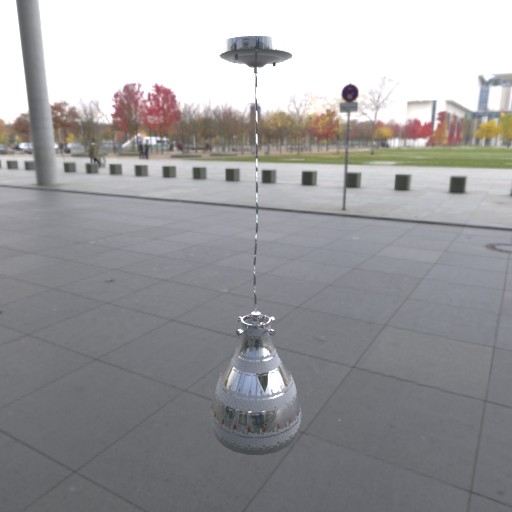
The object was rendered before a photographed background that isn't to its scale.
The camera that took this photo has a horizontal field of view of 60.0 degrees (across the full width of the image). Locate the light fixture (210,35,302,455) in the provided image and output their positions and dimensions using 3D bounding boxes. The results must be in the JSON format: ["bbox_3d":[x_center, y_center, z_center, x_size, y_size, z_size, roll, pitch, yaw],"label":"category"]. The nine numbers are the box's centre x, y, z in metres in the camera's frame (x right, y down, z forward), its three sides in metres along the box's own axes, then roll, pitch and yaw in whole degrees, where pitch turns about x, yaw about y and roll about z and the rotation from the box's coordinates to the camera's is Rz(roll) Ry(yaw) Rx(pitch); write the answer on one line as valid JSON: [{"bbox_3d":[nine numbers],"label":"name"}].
[{"bbox_3d":[0.000,0.000,1.659,0.374,1.457,0.374,-14,20,-43],"label":"light fixture"}]
